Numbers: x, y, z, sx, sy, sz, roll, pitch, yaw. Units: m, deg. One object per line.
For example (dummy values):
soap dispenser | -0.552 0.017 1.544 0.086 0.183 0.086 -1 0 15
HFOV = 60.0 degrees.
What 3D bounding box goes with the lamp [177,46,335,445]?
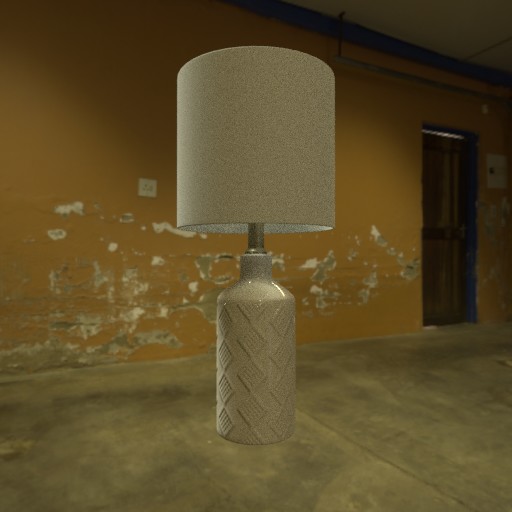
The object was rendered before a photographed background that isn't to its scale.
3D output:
lamp | 0.000 0.000 0.589 0.207 0.461 0.207 0 0 19
